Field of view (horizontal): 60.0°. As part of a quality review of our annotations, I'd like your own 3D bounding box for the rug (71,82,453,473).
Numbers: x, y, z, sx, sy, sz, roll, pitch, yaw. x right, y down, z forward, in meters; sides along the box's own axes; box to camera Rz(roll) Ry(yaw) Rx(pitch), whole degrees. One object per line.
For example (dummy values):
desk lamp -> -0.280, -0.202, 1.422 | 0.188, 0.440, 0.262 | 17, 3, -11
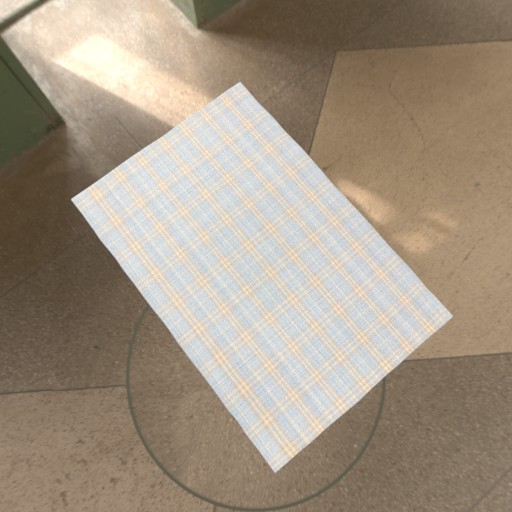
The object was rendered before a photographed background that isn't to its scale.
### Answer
rug -> 0.000, 0.000, 2.430 | 1.231, 0.012, 1.835 | -38, 79, -9
